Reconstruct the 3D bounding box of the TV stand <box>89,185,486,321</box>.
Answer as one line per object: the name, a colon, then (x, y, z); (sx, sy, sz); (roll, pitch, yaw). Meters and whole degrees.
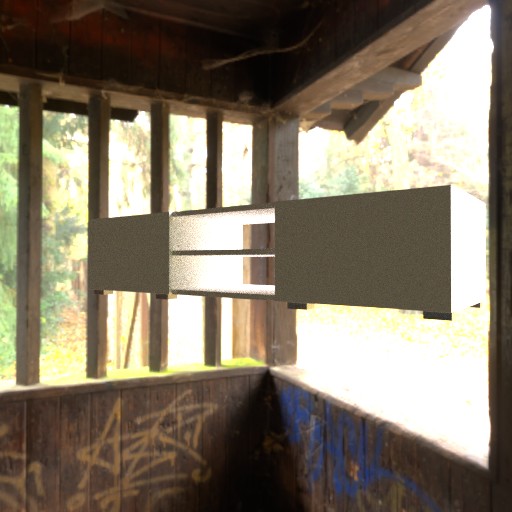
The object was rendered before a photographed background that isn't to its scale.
TV stand: (0.000, 0.000, 1.576); (1.400, 0.310, 0.420); (0, -1, 36)
